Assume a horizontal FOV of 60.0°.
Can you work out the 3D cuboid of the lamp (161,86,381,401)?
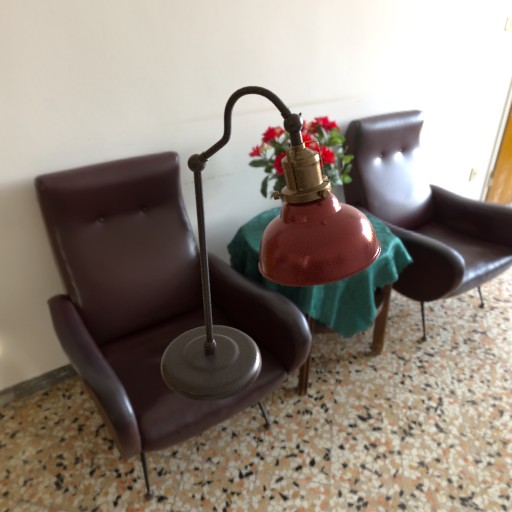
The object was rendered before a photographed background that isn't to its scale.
[{"bbox_3d":[0.000,0.000,0.702,0.374,0.508,0.192,10,31,17],"label":"lamp"}]
